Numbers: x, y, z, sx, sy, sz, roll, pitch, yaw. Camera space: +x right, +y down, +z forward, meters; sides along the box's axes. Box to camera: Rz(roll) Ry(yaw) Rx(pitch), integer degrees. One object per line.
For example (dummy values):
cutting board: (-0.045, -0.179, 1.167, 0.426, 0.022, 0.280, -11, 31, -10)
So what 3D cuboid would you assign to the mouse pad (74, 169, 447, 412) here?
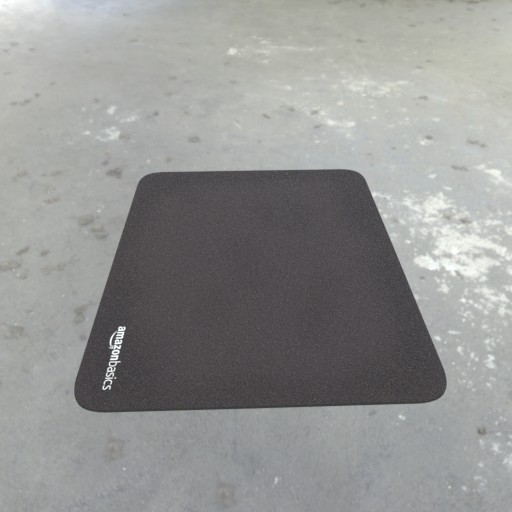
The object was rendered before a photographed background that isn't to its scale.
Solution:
mouse pad: (0.000, 0.000, 0.332, 0.211, 0.002, 0.249, -1, 41, -1)
